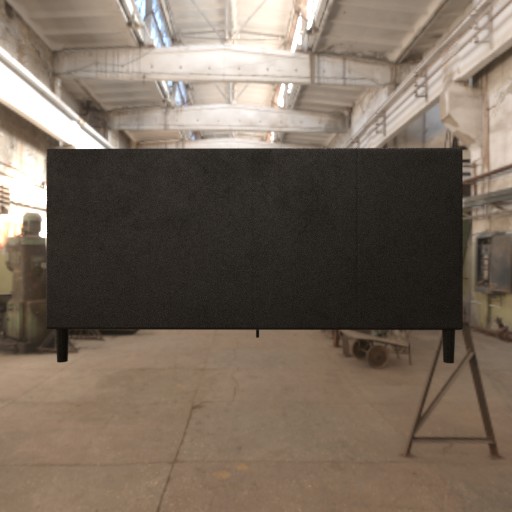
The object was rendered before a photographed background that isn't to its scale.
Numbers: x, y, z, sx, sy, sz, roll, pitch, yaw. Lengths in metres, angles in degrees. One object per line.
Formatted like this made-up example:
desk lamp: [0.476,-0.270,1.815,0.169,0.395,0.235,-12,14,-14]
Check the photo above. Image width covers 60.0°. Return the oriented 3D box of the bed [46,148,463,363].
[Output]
bed: [0.000,0.000,3.212,2.018,1.046,2.152,0,0,1]
